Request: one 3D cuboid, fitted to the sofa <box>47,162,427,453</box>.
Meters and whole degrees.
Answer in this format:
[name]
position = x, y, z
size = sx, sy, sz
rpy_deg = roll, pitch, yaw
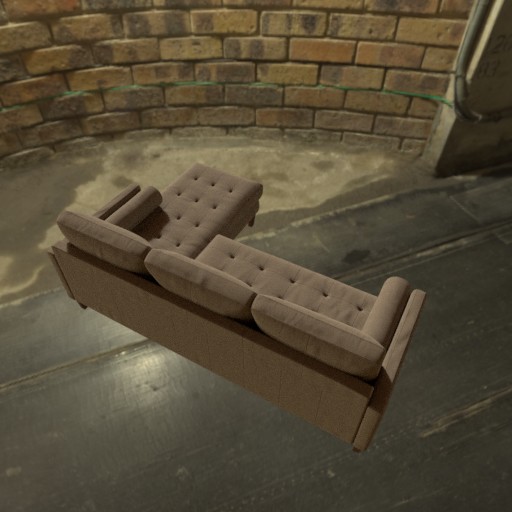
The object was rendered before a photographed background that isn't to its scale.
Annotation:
[sofa]
position = 0.000, 0.000, 2.969
size = 2.178, 0.875, 1.506
rpy_deg = 22, 49, 20
